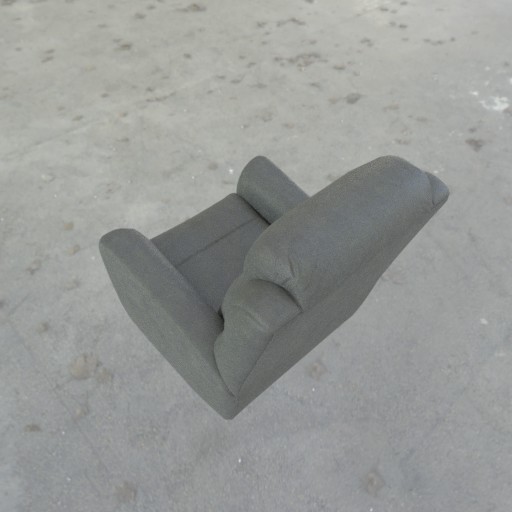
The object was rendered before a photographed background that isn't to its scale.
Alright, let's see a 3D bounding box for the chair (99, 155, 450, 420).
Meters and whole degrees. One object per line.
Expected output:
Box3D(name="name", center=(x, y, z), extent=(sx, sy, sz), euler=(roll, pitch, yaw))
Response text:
Box3D(name="chair", center=(0.000, 0.000, 1.877), extent=(0.967, 1.116, 1.068), euler=(-33, 55, -28))
